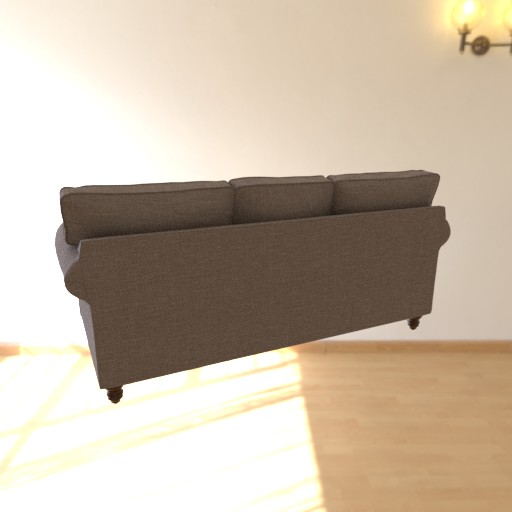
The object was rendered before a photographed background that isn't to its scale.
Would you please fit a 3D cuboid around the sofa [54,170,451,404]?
[{"bbox_3d":[0.000,0.000,2.551,2.084,0.961,0.916,-7,17,-25],"label":"sofa"}]
